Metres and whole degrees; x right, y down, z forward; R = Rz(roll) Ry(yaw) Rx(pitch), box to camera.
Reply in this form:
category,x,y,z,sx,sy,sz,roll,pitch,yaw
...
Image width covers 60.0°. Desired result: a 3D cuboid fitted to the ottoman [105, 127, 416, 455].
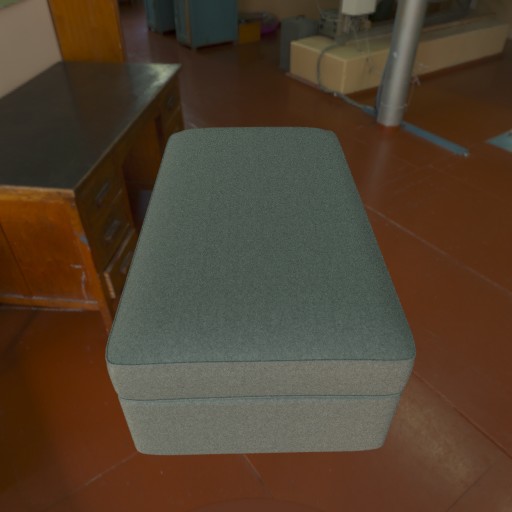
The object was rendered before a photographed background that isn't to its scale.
category,x,y,z,sx,sy,sz,roll,pitch,yaw
ottoman,0.000,0.000,1.497,0.681,0.494,1.173,-1,40,-1
